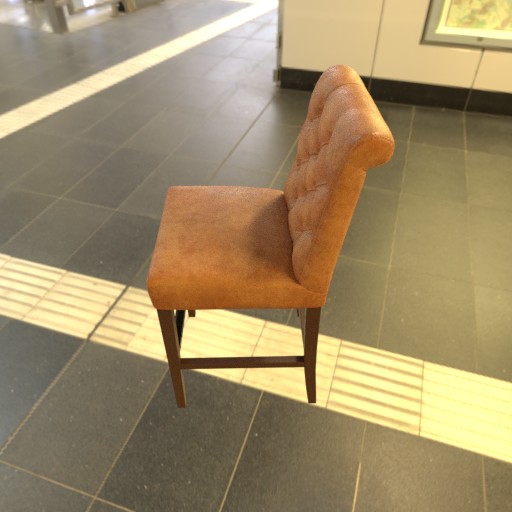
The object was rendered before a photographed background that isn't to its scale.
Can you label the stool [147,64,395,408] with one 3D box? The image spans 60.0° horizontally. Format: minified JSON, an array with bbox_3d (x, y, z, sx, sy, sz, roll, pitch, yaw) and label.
[{"bbox_3d":[0.000,0.000,1.423,0.601,1.047,0.493,-1,41,-1],"label":"stool"}]
